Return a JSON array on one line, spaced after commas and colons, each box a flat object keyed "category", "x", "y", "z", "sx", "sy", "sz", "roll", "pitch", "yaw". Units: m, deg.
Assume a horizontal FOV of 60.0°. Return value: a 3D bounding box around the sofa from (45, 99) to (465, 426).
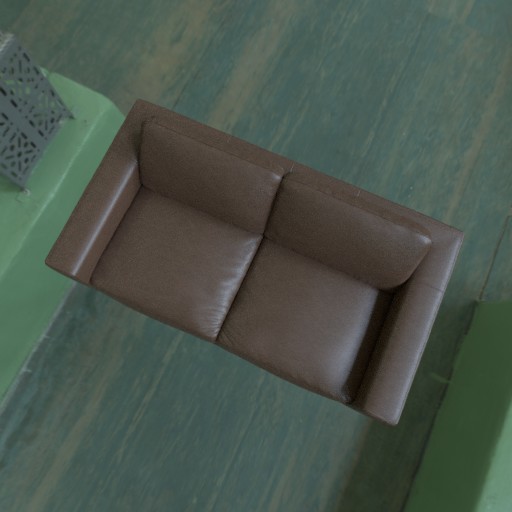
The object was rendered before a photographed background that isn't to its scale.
[{"category": "sofa", "x": 0.000, "y": 0.000, "z": 2.417, "sx": 1.920, "sy": 0.800, "sz": 1.070, "roll": 24, "pitch": 78, "yaw": 6}]
